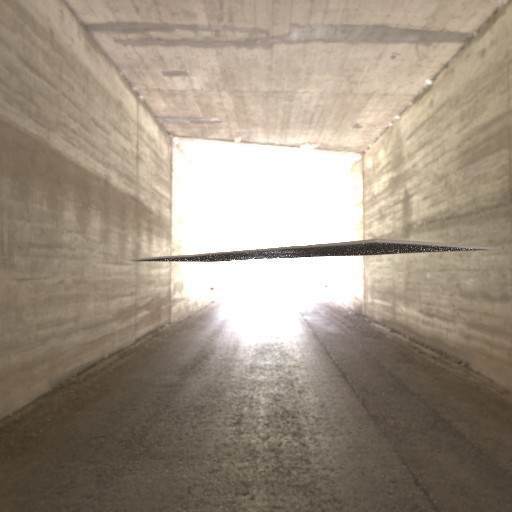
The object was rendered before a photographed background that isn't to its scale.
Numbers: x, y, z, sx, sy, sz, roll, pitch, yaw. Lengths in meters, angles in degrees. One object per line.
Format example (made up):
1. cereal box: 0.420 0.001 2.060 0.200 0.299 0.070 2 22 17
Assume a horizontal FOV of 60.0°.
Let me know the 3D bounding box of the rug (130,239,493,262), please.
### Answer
1. rug: 0.000 0.000 2.351 0.645 0.015 2.182 2 -3 -34
